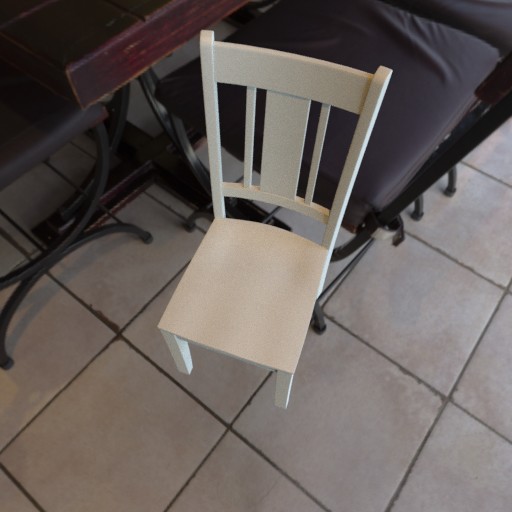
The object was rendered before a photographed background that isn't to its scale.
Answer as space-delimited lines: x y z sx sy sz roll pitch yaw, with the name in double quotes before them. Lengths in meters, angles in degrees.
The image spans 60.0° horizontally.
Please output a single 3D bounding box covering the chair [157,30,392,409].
"chair" 0.000 0.000 1.294 0.450 0.998 0.555 17 60 10
